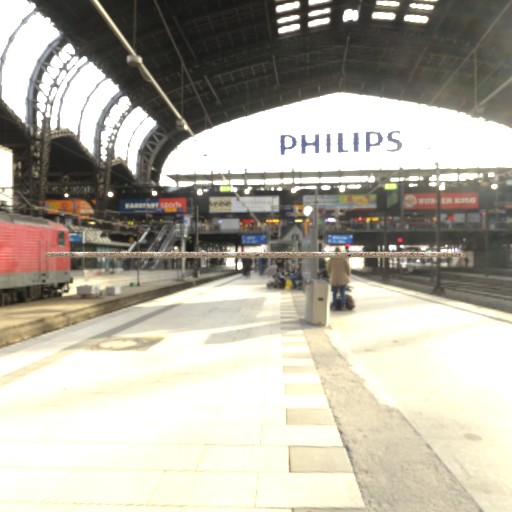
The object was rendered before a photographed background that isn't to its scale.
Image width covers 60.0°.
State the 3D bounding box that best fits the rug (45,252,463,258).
[{"bbox_3d":[0.000,0.000,4.080,2.438,0.029,3.047,0,0,1],"label":"rug"}]
